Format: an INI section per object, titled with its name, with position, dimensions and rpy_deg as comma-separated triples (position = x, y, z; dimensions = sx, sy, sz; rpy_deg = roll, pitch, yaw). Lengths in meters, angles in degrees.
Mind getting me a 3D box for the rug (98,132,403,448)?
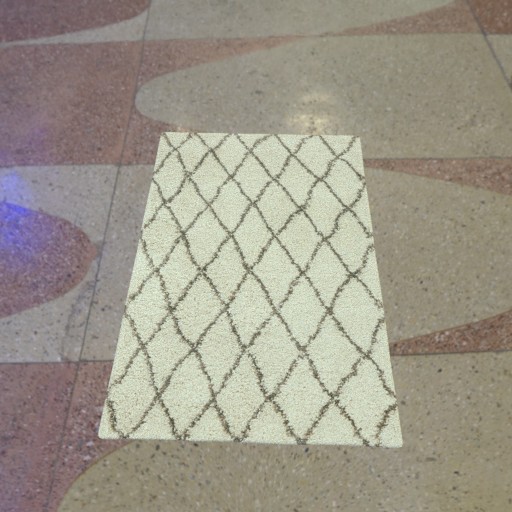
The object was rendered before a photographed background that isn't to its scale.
[rug]
position = 0.000, 0.000, 2.250
dimensions = 1.219, 0.030, 1.778
rpy_deg = 1, 57, 1
